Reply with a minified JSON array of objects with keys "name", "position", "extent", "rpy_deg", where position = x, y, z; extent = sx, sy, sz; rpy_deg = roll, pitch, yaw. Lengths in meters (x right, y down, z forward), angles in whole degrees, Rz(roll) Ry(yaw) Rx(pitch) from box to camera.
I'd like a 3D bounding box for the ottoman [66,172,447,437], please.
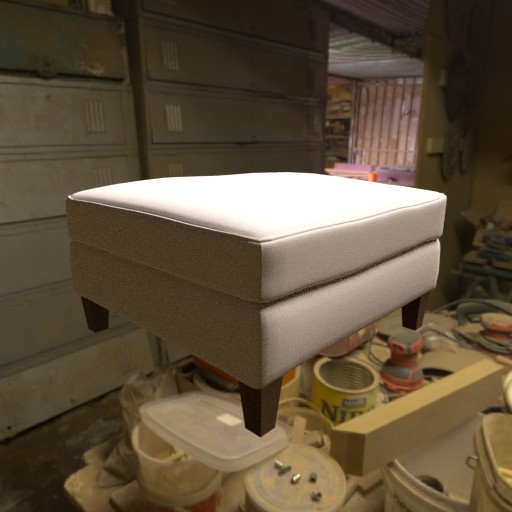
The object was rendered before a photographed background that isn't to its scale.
[{"name":"ottoman","position":[0.000,0.000,1.372],"extent":[0.838,0.479,0.838],"rpy_deg":[14,21,42]}]
